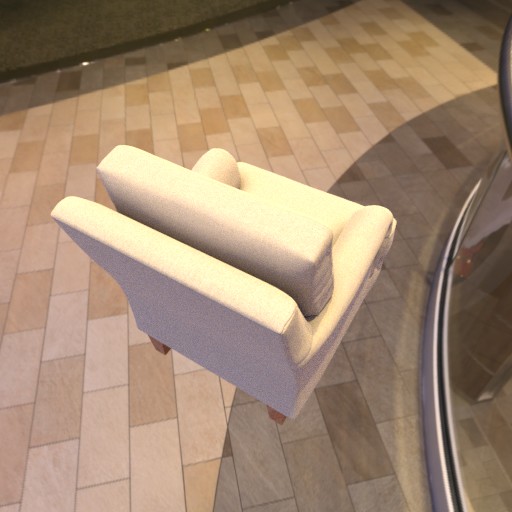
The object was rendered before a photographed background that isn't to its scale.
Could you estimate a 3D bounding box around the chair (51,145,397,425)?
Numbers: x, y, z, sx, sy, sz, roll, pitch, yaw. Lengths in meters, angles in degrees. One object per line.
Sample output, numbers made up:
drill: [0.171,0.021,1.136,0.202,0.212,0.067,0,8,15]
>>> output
chair: [0.000,0.000,1.834,0.895,1.076,1.078,24,51,21]
